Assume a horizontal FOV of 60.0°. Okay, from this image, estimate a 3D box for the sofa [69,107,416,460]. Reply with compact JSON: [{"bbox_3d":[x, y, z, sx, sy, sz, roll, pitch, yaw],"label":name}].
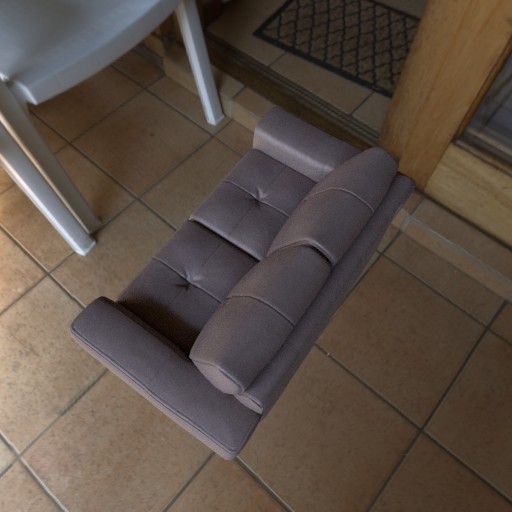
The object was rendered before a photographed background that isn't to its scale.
[{"bbox_3d":[0.000,0.000,2.393,1.018,0.907,1.806,32,68,15],"label":"sofa"}]
